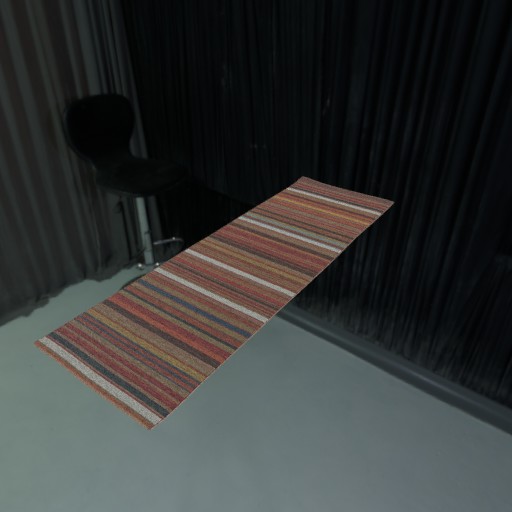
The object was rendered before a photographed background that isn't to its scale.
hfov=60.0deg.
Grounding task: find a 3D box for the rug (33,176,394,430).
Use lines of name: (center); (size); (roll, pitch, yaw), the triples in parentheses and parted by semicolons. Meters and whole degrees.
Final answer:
rug: (0.000, 0.000, 2.688); (0.799, 0.030, 2.444); (21, 38, 30)
